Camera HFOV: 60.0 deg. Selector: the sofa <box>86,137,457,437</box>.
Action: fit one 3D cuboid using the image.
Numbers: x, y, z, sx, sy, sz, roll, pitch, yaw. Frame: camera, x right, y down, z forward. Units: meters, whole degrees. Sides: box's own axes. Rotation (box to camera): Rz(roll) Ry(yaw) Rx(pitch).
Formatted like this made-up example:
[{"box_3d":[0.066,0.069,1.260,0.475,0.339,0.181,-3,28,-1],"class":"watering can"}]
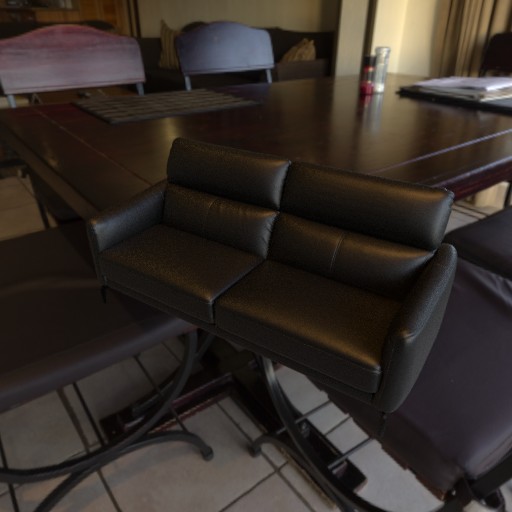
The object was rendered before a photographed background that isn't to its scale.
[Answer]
[{"box_3d":[0.000,0.000,2.574,2.069,0.957,0.856,18,34,28],"class":"sofa"}]
